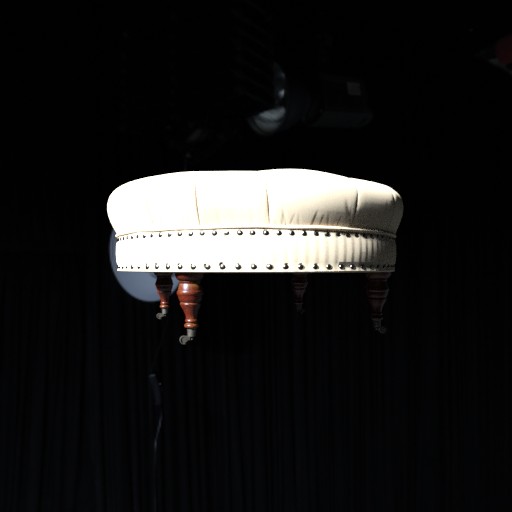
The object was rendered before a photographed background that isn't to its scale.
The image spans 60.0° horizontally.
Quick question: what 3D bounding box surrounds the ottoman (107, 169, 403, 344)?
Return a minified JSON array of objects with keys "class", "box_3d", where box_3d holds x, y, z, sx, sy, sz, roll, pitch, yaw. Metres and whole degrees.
[{"class":"ottoman","box_3d":[0.000,0.000,1.415,0.901,0.439,0.901,0,-1,0]}]
